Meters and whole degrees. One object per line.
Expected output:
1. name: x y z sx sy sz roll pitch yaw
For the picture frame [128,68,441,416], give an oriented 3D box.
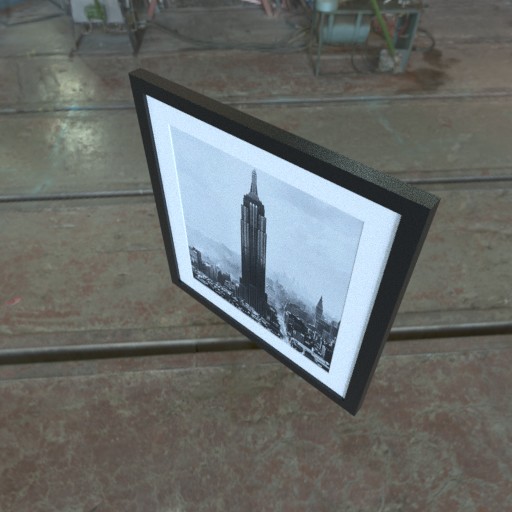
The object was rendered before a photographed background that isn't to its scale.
1. picture frame: 0.000 0.000 0.848 0.559 0.557 0.029 32 54 27
